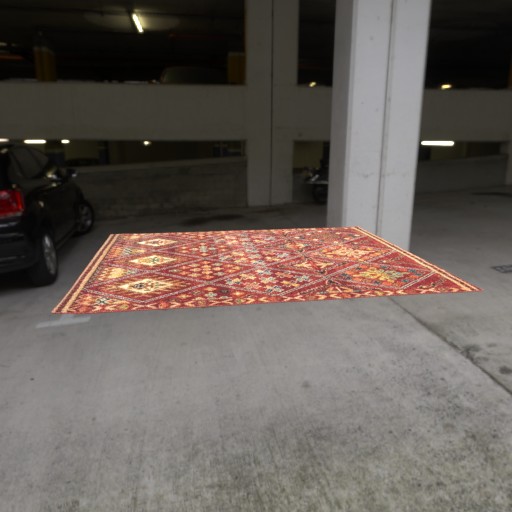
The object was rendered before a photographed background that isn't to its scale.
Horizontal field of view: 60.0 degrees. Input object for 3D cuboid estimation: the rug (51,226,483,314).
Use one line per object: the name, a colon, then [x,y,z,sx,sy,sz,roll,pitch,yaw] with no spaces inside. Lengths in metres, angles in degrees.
rug: [0.000,0.000,4.280,3.086,0.030,2.489,-2,15,-9]
